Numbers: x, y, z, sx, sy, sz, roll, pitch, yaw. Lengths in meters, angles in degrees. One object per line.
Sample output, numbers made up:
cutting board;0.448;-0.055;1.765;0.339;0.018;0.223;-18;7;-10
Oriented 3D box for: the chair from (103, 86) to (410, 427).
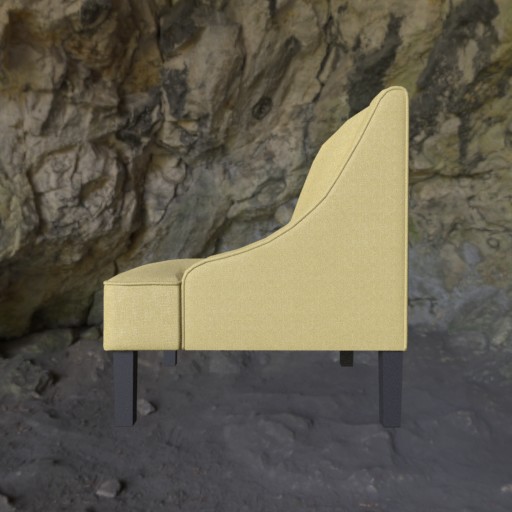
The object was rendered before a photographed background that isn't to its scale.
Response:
chair;0.000;0.000;1.489;0.814;0.896;0.696;0;1;0
